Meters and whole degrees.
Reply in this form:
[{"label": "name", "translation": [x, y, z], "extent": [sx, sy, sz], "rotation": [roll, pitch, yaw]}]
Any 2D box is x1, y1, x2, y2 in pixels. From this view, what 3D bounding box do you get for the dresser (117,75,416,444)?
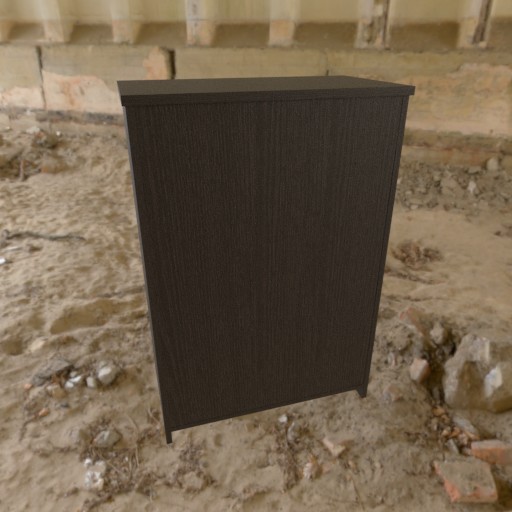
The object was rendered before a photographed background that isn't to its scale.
[{"label": "dresser", "translation": [0.000, 0.000, 1.398], "extent": [0.704, 1.020, 0.399], "rotation": [-8, 27, -15]}]
